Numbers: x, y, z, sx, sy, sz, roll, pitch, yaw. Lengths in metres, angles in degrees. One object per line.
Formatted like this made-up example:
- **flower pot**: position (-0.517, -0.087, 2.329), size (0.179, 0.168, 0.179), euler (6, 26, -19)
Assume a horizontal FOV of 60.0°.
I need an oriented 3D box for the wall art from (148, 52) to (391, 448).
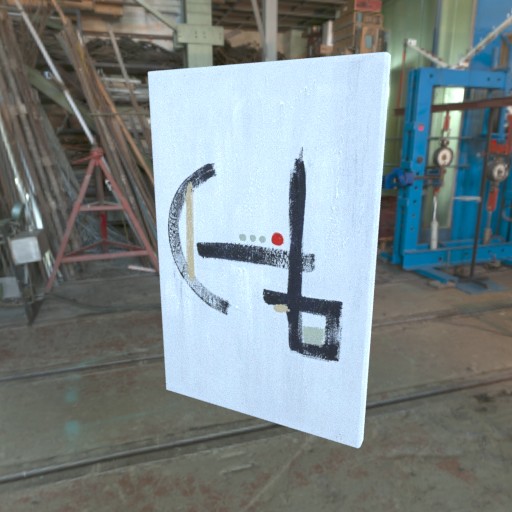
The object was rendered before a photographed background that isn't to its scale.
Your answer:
- **wall art**: position (0.000, 0.000, 1.139), size (0.602, 0.916, 0.048), euler (7, 17, 26)
